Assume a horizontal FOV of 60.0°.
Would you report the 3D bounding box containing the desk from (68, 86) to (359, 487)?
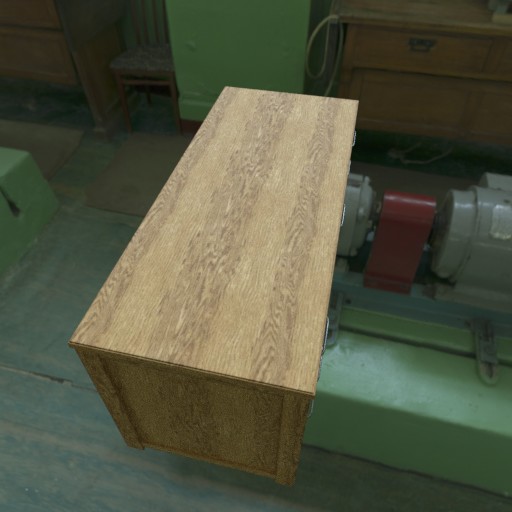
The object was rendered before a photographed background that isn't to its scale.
[{"bbox_3d":[0.000,0.000,1.944,0.685,0.751,1.567,9,47,9],"label":"desk"}]
